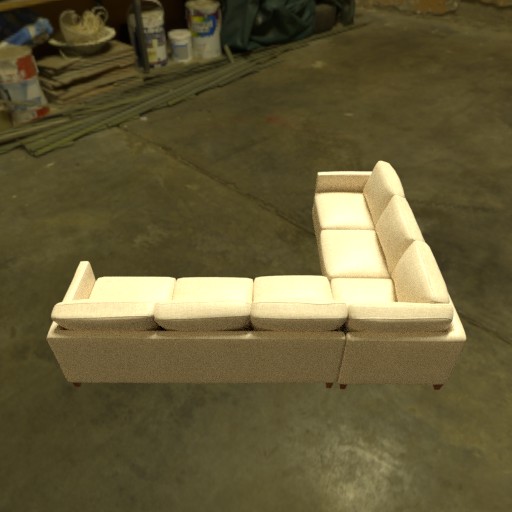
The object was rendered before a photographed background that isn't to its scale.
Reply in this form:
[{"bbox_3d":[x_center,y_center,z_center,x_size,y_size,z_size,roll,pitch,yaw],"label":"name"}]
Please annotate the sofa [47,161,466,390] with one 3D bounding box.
[{"bbox_3d":[0.000,0.000,4.523,3.302,0.947,2.593,0,41,0],"label":"sofa"}]
